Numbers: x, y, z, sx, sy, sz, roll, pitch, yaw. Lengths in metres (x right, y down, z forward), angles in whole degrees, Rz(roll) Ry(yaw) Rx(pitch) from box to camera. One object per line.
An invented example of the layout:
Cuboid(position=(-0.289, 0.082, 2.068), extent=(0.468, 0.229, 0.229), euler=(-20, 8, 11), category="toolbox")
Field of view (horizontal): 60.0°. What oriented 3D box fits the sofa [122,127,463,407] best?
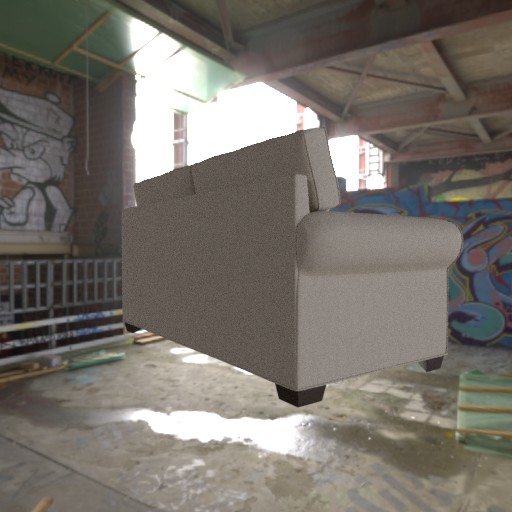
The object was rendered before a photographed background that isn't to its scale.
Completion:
Cuboid(position=(0.000, 0.000, 2.287), extent=(0.861, 0.933, 1.774), euler=(-1, 2, -36), category="sofa")
